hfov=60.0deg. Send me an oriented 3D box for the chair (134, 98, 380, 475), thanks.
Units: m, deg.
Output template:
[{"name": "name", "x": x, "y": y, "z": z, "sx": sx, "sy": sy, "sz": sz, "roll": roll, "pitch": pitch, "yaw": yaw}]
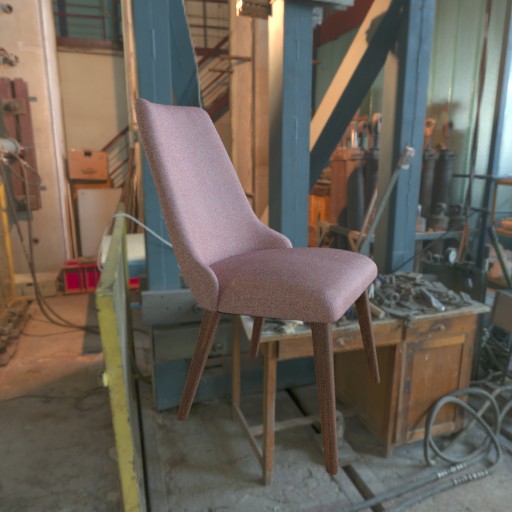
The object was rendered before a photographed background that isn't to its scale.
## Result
[{"name": "chair", "x": 0.000, "y": 0.000, "z": 1.354, "sx": 0.707, "sy": 0.918, "sz": 0.535, "roll": 7, "pitch": 15, "yaw": 27}]
